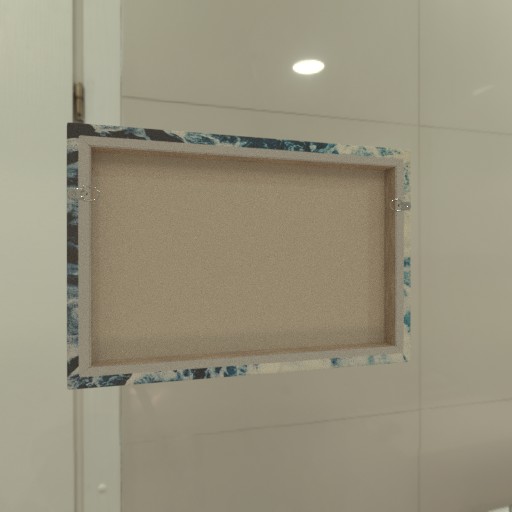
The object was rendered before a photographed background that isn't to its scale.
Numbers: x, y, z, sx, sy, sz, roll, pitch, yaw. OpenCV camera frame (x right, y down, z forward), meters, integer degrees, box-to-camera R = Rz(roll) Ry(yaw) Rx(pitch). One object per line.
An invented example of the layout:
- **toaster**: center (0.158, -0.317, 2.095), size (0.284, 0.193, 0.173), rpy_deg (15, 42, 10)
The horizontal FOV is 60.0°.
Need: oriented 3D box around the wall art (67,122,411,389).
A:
- **wall art**: center (0.000, 0.000, 0.776), size (0.609, 0.407, 0.043), rpy_deg (0, 0, -17)
